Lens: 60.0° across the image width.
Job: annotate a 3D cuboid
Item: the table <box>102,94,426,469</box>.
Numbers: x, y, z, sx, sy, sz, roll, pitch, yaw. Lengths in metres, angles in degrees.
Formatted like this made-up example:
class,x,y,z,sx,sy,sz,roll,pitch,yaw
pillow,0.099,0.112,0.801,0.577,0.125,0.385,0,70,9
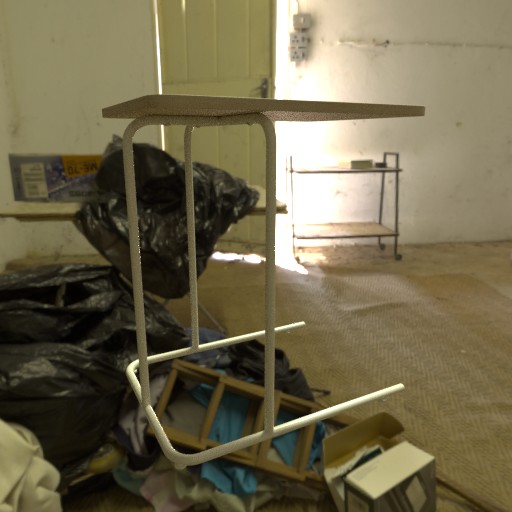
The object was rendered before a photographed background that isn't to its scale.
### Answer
class,x,y,z,sx,sy,sz,roll,pitch,yaw
table,0.000,0.000,0.866,0.480,0.550,0.370,-8,17,-27
